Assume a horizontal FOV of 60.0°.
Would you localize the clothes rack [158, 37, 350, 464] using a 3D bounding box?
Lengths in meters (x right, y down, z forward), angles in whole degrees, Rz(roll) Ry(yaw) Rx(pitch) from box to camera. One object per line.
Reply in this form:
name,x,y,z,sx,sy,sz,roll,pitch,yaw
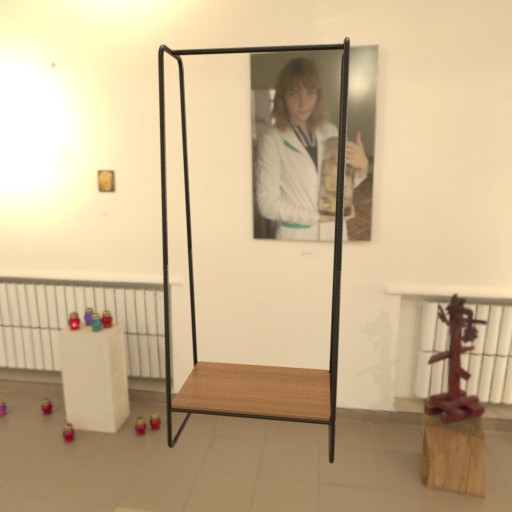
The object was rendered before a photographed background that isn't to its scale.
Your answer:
clothes rack,0.000,0.000,1.711,0.640,1.500,0.400,2,12,8
